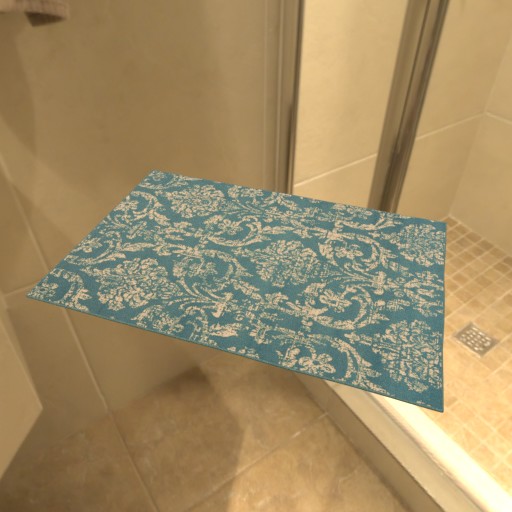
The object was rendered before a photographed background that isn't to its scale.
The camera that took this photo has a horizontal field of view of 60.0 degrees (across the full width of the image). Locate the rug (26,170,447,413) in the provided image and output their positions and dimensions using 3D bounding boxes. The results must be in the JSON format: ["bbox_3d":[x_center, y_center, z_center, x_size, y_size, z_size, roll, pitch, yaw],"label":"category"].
[{"bbox_3d":[0.000,0.000,2.253,1.833,0.012,1.211,12,42,14],"label":"rug"}]
